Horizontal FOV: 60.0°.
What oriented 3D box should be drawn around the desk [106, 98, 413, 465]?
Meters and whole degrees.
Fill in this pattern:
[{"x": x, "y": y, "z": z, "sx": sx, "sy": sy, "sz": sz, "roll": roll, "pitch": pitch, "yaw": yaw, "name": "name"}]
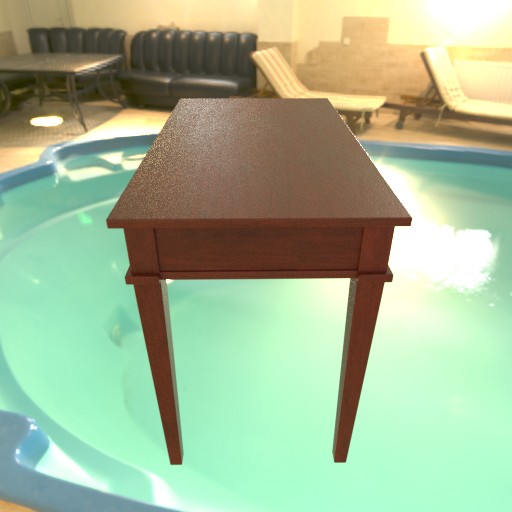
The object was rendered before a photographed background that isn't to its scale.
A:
[{"x": 0.000, "y": 0.000, "z": 1.415, "sx": 0.549, "sy": 0.762, "sz": 1.001, "roll": 0, "pitch": 31, "yaw": -1, "name": "desk"}]
